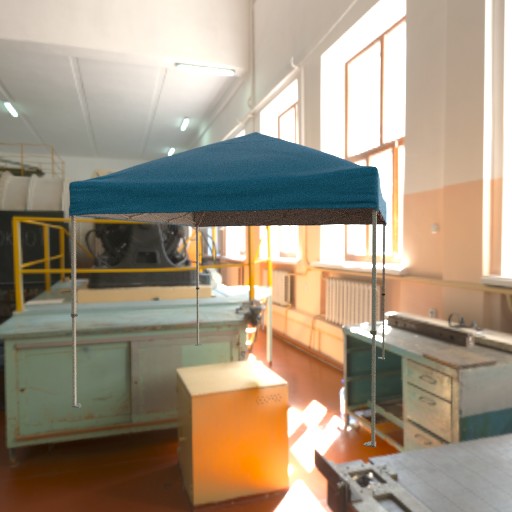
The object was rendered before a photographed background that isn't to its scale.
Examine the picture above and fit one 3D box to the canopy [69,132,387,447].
[{"bbox_3d":[0.000,0.000,5.397,2.998,2.997,2.996,0,1,18],"label":"canopy"}]
